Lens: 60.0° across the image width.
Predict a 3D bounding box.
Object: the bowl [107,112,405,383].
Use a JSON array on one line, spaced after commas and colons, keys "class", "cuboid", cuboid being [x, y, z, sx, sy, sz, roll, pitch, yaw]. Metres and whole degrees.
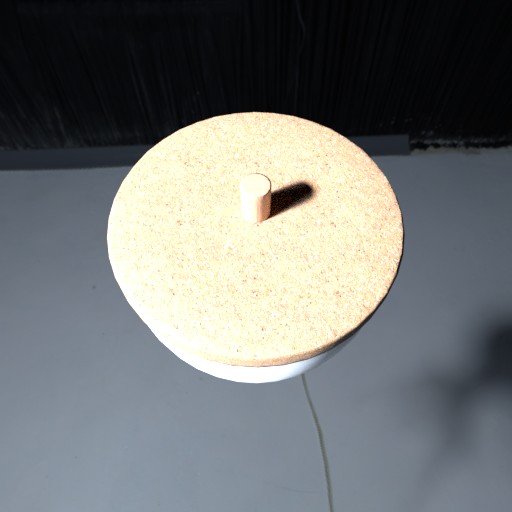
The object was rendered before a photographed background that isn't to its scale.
[{"class": "bowl", "cuboid": [0.000, 0.000, 0.220, 0.126, 0.110, 0.126, 0, 60, 0]}]
